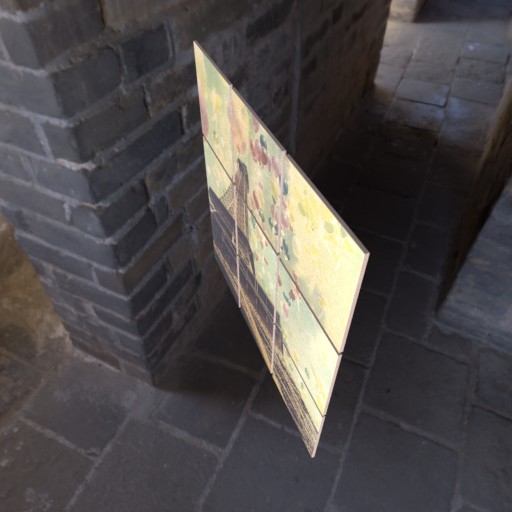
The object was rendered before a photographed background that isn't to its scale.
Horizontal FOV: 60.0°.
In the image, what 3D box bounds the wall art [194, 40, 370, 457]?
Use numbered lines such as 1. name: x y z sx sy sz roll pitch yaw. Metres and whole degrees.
1. wall art: 0.000 0.000 1.762 0.013 1.218 1.219 -17 49 -15
